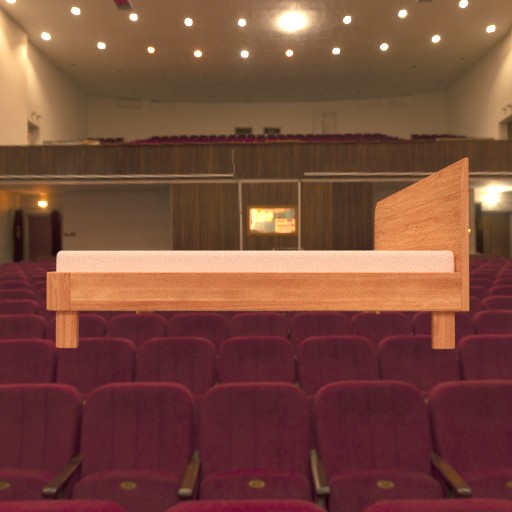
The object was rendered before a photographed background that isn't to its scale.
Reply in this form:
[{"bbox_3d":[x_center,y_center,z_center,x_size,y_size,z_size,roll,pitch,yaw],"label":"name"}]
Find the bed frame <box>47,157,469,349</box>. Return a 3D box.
[{"bbox_3d":[0.000,0.000,2.996,2.092,0.940,1.660,0,-1,1],"label":"bed frame"}]
